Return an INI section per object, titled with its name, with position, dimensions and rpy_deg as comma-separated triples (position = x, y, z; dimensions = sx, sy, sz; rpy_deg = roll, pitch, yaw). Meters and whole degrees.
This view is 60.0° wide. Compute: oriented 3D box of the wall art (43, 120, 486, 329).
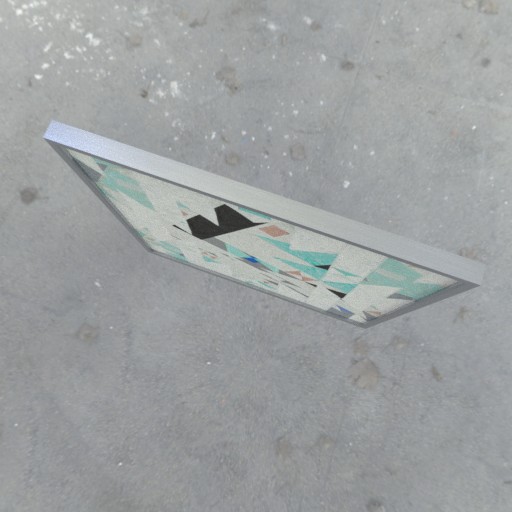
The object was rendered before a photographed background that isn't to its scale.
[wall art]
position = 0.000, 0.000, 1.164
dimensions = 0.806, 0.806, 0.038
rpy_deg = 19, 76, 5
